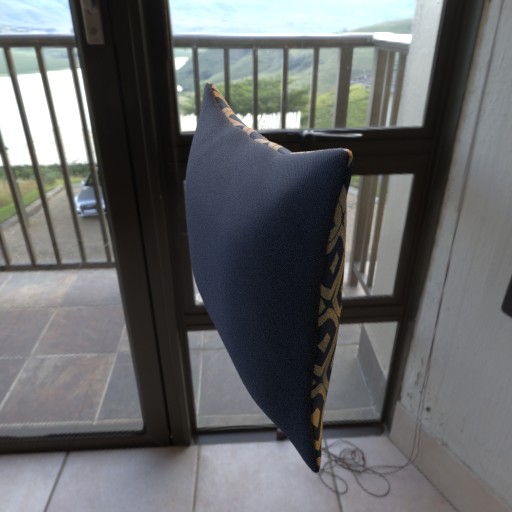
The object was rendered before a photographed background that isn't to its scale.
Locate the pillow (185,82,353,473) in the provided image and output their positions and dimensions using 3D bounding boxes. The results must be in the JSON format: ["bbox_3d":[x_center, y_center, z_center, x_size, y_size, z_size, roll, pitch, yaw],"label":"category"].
[{"bbox_3d":[0.000,0.000,0.754,0.188,0.494,0.504,-11,31,-19],"label":"pillow"}]
